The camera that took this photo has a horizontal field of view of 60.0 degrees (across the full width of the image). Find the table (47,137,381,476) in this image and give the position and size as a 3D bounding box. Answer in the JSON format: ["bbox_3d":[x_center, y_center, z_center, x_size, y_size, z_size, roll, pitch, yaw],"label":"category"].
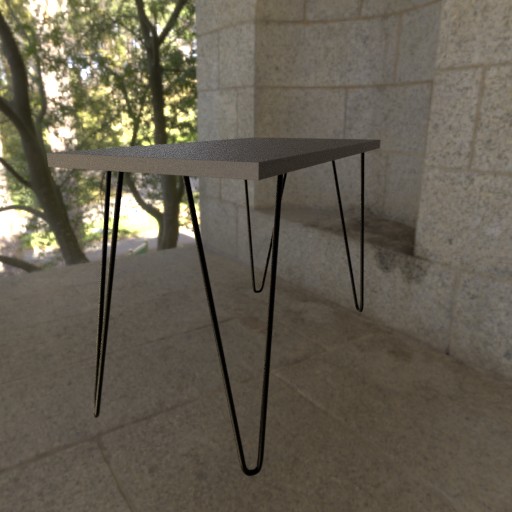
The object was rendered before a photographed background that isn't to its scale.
[{"bbox_3d":[0.000,0.000,1.353,0.499,0.660,0.991,8,19,25],"label":"table"}]
